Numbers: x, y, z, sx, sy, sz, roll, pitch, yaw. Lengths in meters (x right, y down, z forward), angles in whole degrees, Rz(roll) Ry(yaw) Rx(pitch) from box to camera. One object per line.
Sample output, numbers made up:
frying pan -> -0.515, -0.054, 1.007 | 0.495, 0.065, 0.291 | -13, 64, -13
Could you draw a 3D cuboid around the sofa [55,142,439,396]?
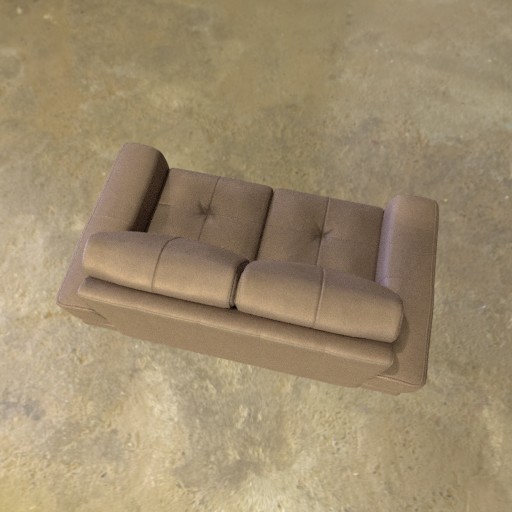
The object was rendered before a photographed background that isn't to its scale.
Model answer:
sofa -> 0.000, 0.000, 2.308 | 1.806, 0.907, 1.018 | 12, 65, 6
